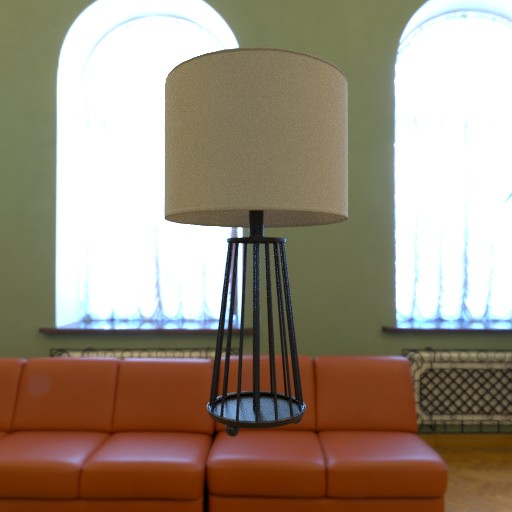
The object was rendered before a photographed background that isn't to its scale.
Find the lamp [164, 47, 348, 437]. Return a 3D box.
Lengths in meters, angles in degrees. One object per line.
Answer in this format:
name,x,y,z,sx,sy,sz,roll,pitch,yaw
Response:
lamp,0.000,0.000,0.789,0.322,0.593,0.322,0,-1,-1
